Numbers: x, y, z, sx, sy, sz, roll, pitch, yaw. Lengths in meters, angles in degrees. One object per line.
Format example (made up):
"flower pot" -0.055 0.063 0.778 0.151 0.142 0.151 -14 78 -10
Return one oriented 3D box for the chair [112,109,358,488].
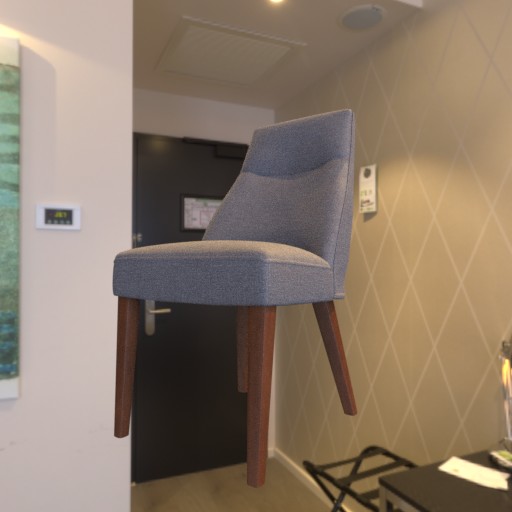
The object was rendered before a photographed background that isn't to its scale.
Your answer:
"chair" 0.000 0.000 1.260 0.500 0.930 0.620 -1 -1 36
